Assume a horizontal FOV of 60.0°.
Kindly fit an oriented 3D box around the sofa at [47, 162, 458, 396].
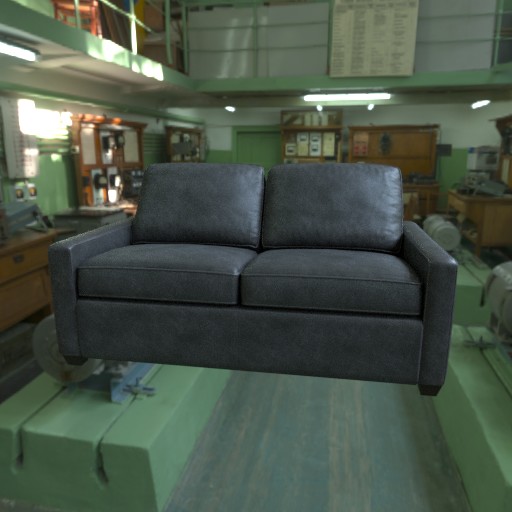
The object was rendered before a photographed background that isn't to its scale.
[{"bbox_3d":[0.000,0.000,2.270,1.732,0.916,0.939,2,14,9],"label":"sofa"}]
